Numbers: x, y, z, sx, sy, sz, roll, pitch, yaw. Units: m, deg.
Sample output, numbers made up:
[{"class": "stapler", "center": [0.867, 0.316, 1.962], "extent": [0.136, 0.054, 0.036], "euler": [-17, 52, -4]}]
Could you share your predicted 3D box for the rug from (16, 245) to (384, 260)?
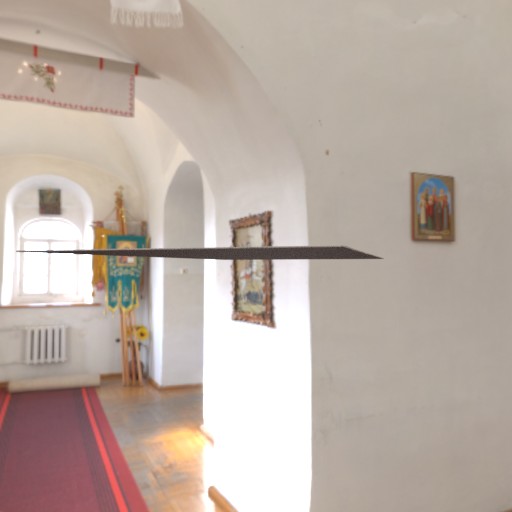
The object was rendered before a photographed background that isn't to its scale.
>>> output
[{"class": "rug", "center": [0.000, 0.000, 2.946], "extent": [1.507, 0.007, 2.433], "euler": [0, -2, 19]}]
